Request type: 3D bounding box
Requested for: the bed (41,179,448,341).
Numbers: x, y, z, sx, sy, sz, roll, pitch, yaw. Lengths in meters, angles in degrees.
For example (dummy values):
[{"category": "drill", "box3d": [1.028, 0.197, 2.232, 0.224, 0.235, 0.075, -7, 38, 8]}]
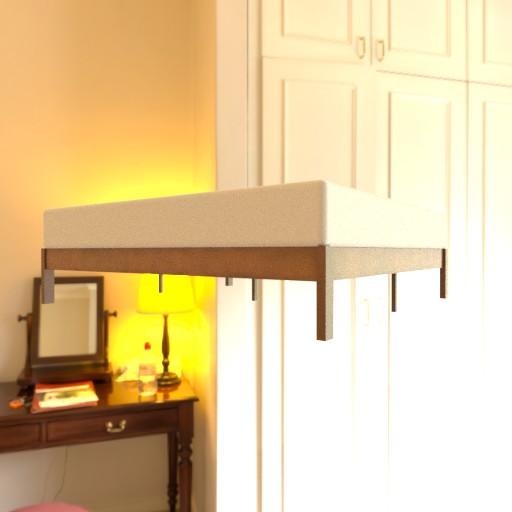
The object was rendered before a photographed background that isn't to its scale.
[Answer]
[{"category": "bed", "box3d": [0.000, 0.000, 3.047, 2.049, 0.616, 1.930, 0, 1, 36]}]
